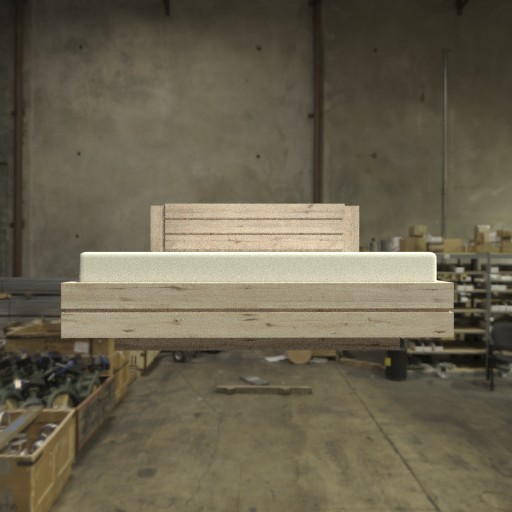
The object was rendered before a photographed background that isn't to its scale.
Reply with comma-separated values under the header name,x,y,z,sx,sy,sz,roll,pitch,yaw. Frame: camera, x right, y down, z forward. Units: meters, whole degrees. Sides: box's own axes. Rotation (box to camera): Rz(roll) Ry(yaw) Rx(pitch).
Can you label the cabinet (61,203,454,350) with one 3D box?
name,x,y,z,sx,sy,sz,roll,pitch,yaw
cabinet,0.000,0.000,3.140,1.950,0.970,2.080,0,0,-1
